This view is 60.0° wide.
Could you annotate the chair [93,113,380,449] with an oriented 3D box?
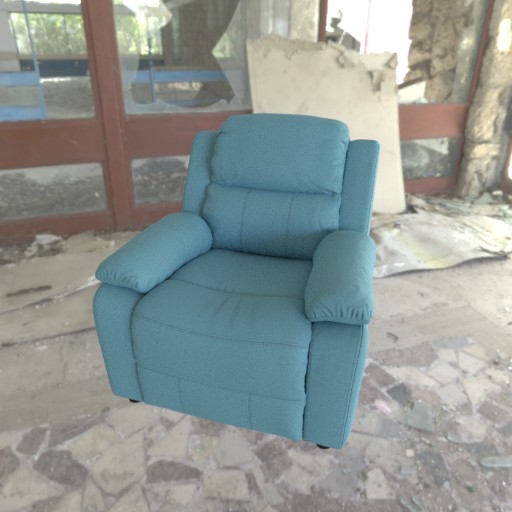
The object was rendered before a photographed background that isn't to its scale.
[{"bbox_3d":[0.000,0.000,1.260,0.680,0.702,0.709,8,27,15],"label":"chair"}]
